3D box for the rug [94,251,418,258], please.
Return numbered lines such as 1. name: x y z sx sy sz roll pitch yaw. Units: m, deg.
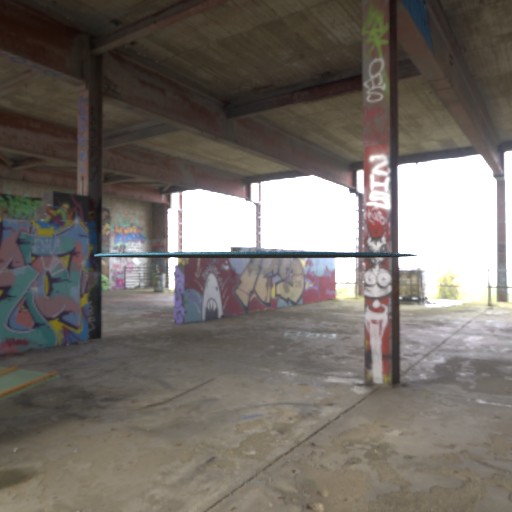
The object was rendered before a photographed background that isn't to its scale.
1. rug: 0.000 0.000 2.324 1.593 0.012 1.593 0 -1 0
